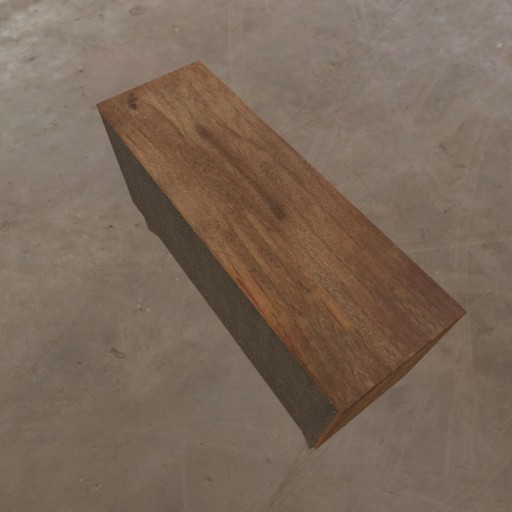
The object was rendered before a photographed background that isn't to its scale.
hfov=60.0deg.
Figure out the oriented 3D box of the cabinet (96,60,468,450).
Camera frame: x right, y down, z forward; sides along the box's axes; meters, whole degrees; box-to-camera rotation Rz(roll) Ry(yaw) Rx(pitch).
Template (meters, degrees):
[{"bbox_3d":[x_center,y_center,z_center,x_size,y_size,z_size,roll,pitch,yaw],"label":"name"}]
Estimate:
[{"bbox_3d":[0.000,0.000,1.781,0.480,0.812,1.373,-32,64,-18],"label":"cabinet"}]
